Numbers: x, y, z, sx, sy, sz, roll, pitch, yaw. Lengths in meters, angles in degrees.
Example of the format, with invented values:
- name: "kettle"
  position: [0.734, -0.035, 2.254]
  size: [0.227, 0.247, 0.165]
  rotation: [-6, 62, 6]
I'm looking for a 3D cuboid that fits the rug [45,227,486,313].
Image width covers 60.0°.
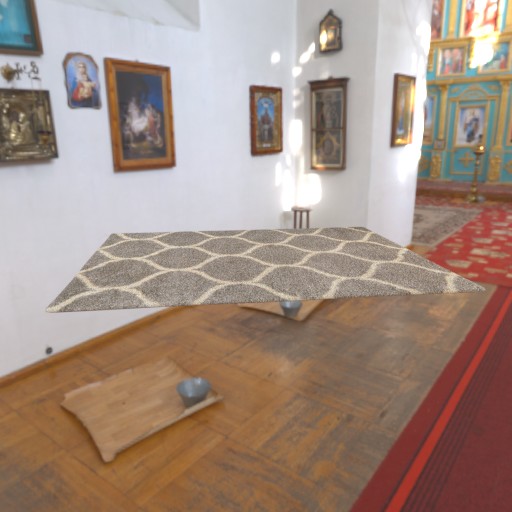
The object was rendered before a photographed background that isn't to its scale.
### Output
- name: "rug"
  position: [0.000, 0.000, 4.105]
  size: [3.000, 0.026, 2.399]
  rotation: [-2, 15, -8]
